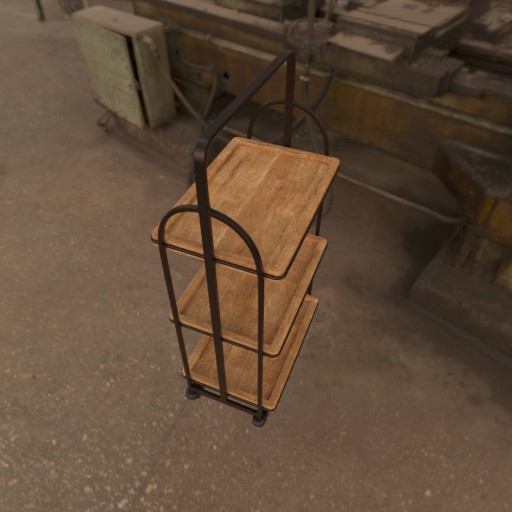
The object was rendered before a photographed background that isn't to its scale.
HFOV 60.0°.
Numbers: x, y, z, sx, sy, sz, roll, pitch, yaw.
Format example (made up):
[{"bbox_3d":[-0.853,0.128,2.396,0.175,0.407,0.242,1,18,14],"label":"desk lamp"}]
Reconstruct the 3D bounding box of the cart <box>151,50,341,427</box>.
[{"bbox_3d":[0.000,0.000,1.264,0.327,1.001,0.553,16,47,16],"label":"cart"}]
